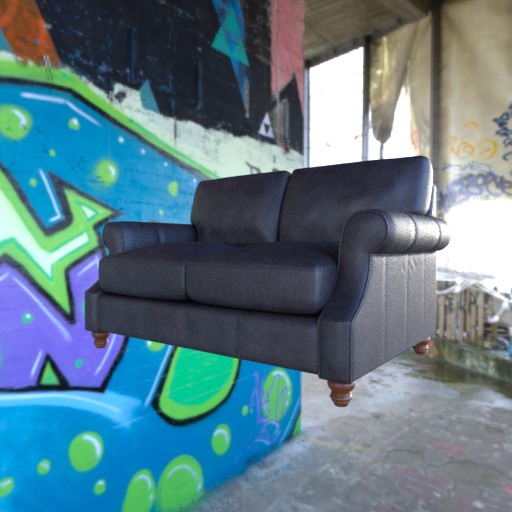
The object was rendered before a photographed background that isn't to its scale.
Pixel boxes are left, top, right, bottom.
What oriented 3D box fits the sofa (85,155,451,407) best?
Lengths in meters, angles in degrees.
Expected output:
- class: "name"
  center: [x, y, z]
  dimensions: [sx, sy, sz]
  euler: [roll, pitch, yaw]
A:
- class: "sofa"
  center: [0.000, 0.000, 2.281]
  dimensions: [1.663, 0.979, 1.030]
  euler: [1, 2, 37]
